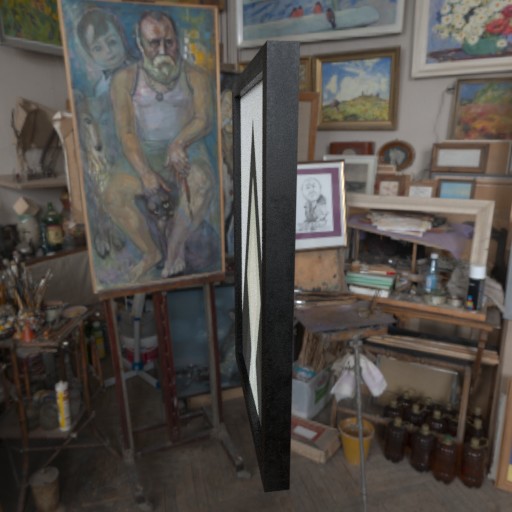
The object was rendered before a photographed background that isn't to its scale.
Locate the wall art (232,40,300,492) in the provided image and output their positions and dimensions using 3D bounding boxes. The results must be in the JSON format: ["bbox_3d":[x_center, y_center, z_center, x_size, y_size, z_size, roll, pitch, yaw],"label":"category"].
[{"bbox_3d":[0.000,0.000,0.583,0.031,0.457,0.313,-2,15,-8],"label":"wall art"}]
